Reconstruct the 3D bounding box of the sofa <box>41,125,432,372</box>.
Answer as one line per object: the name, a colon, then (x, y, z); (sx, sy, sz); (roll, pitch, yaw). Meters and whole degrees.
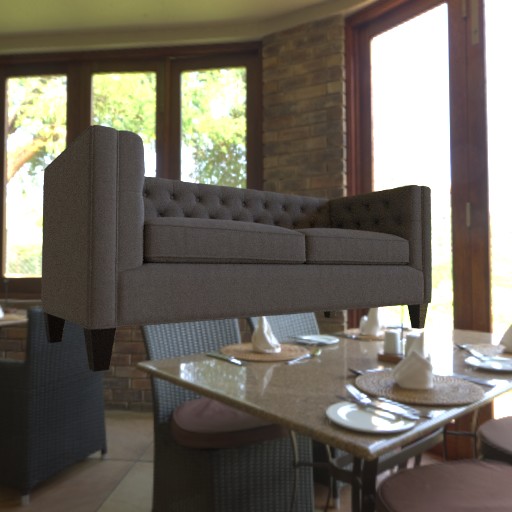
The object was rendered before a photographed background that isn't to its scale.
sofa: (0.000, 0.000, 2.158); (1.778, 0.762, 0.775); (1, -2, -36)
